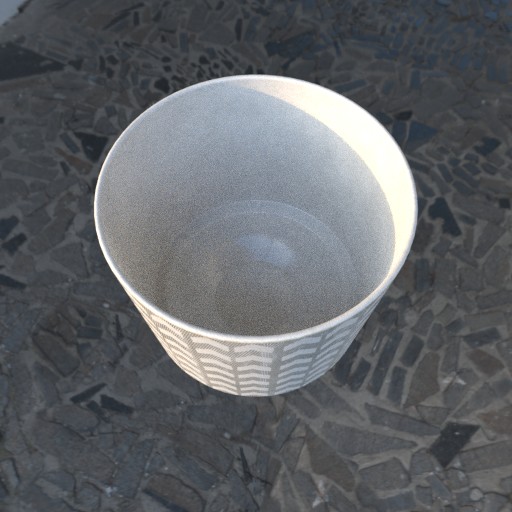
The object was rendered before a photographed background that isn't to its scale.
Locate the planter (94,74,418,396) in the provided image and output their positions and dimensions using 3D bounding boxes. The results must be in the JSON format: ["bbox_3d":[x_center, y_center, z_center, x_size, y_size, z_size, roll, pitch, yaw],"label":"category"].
[{"bbox_3d":[0.000,0.000,0.343,0.190,0.181,0.190,0,63,0],"label":"planter"}]
